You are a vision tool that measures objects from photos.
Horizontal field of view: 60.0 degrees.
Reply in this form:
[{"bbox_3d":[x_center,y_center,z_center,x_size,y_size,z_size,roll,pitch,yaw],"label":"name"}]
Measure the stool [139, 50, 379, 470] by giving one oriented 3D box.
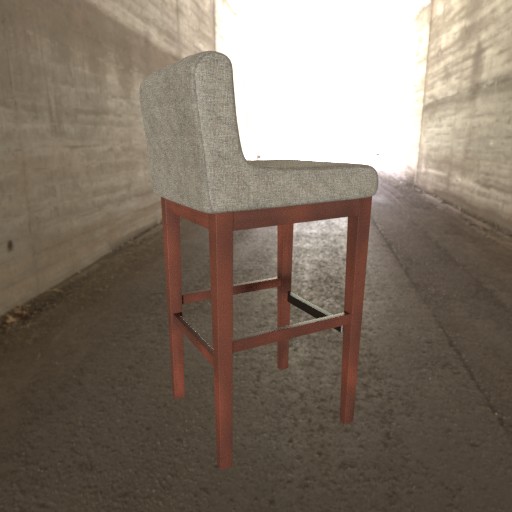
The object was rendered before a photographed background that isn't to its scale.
[{"bbox_3d":[0.000,0.000,1.232,0.499,0.965,0.426,-8,16,-27],"label":"stool"}]
